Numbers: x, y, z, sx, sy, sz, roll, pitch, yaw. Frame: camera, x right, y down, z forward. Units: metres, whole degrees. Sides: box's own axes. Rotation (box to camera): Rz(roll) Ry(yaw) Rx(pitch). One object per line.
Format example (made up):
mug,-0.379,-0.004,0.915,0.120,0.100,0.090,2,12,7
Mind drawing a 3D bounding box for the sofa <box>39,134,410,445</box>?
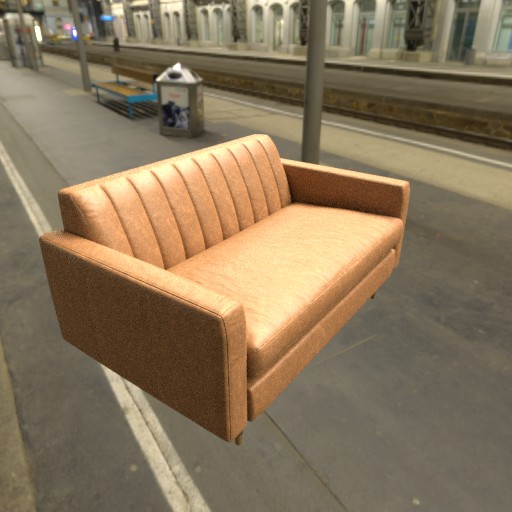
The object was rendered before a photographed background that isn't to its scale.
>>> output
sofa,0.000,0.000,2.085,0.960,0.820,1.549,18,32,32
